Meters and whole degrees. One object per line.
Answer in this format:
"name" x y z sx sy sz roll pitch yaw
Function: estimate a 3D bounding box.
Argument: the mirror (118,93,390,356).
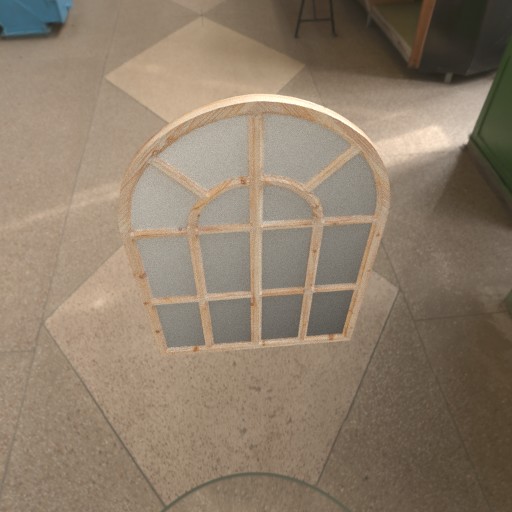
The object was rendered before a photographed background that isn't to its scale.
"mirror" 0.000 0.000 1.198 0.660 0.920 0.032 -4 48 -4
